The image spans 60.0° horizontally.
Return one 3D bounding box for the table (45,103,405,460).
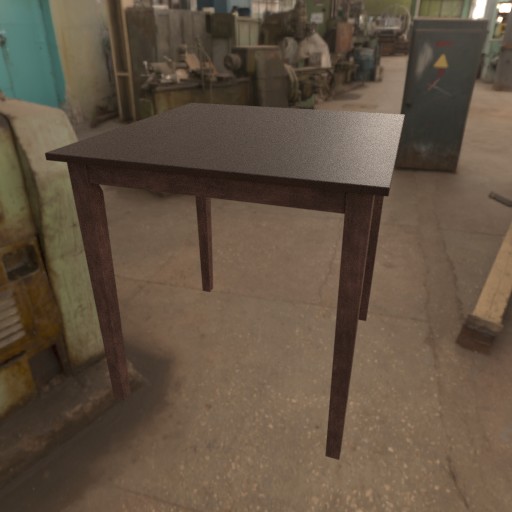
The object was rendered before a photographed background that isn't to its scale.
[{"bbox_3d":[0.000,0.000,1.381,0.749,0.770,0.749,9,29,16],"label":"table"}]
